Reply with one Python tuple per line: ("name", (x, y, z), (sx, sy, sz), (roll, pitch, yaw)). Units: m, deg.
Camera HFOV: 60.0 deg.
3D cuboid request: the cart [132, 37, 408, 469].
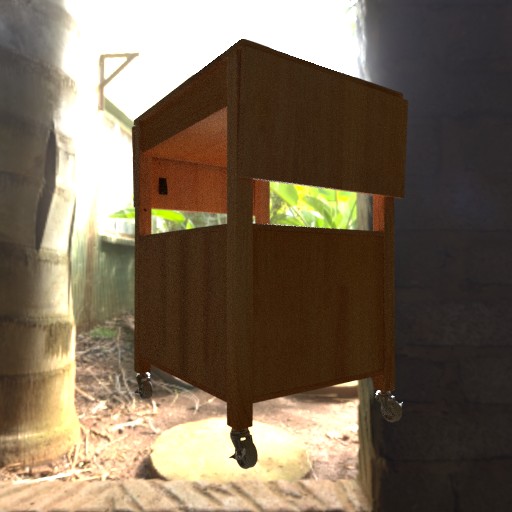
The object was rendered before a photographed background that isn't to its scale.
("cart", (0.000, 0.000, 1.245), (0.508, 0.838, 0.640), (1, -1, -35))
